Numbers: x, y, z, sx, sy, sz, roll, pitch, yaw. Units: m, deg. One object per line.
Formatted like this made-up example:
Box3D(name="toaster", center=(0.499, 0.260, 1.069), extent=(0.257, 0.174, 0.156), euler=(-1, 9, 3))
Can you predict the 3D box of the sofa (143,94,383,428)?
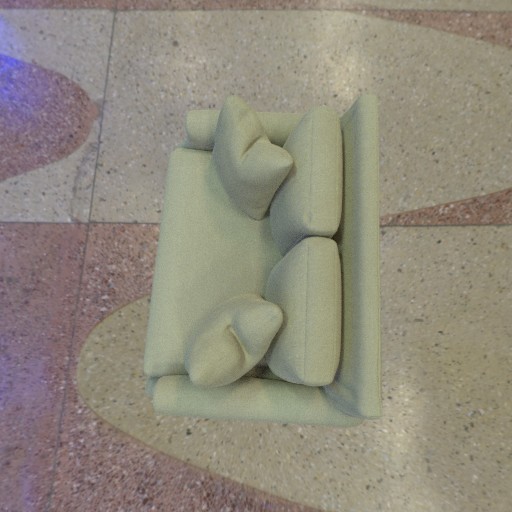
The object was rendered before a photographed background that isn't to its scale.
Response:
Box3D(name="sofa", center=(0.000, 0.000, 2.217), extent=(1.070, 0.905, 1.550), euler=(3, 74, 1))
